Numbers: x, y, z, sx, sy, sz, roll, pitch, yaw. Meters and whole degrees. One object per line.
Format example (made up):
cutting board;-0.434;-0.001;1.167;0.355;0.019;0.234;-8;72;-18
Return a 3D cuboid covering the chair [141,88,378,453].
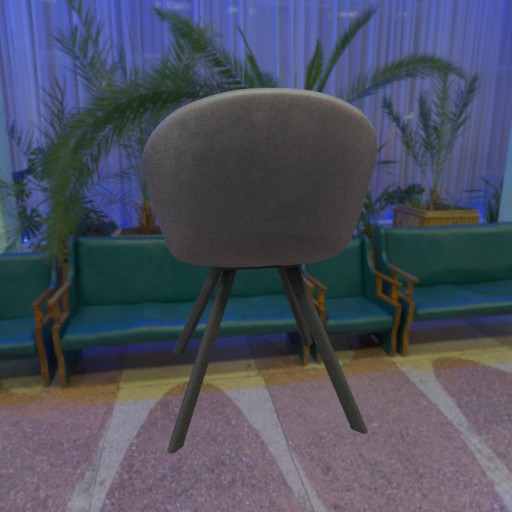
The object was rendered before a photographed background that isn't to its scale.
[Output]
chair;0.000;0.000;1.171;0.567;0.781;0.544;-2;15;-8
